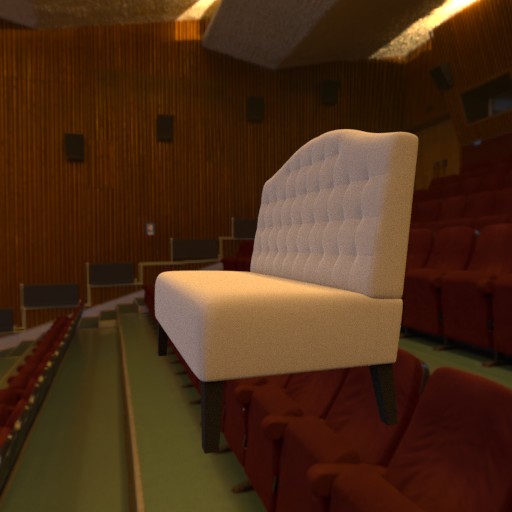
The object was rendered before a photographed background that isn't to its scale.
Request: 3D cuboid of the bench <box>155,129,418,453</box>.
[{"bbox_3d":[0.000,0.000,2.086,0.815,1.180,1.335,-1,2,-19],"label":"bench"}]
